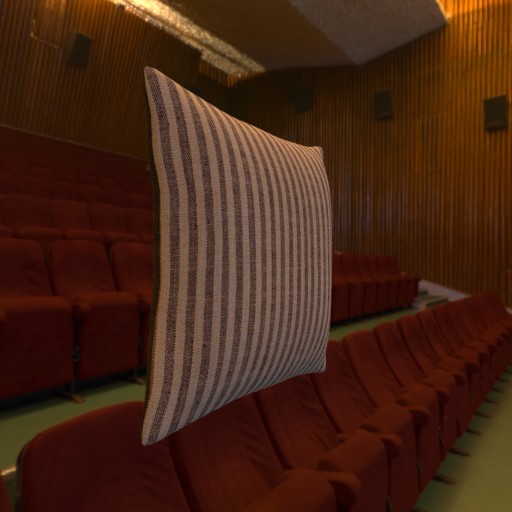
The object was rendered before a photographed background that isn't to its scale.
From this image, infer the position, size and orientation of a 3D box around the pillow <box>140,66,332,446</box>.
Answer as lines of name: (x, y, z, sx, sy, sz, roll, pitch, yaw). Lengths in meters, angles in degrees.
pillow: (0.000, 0.000, 0.794, 0.166, 0.506, 0.523, -1, -2, 35)
